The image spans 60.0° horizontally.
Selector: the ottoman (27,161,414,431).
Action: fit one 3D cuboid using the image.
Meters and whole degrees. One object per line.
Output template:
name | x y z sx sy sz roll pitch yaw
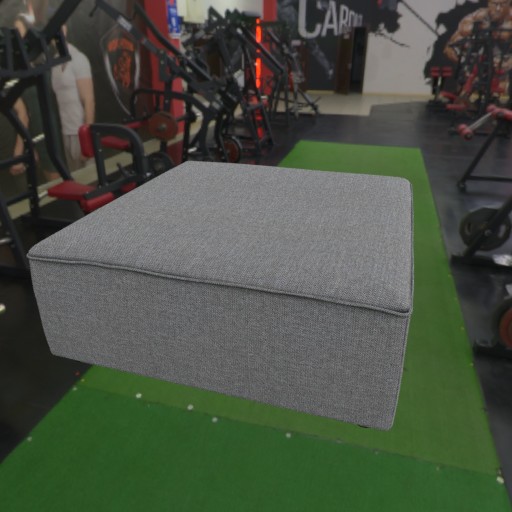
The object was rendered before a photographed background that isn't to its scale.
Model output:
ottoman | 0.000 0.000 1.556 1.017 0.423 1.023 8 27 16
